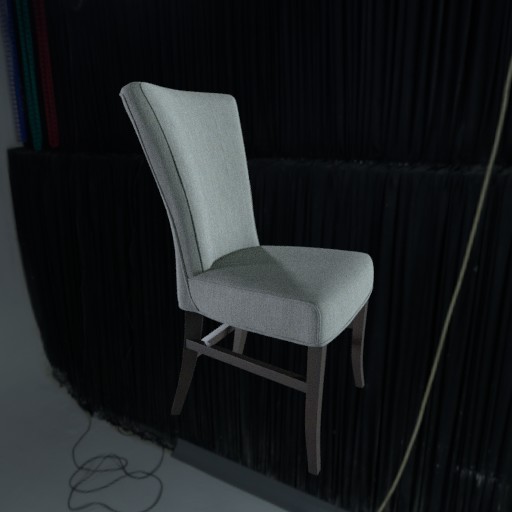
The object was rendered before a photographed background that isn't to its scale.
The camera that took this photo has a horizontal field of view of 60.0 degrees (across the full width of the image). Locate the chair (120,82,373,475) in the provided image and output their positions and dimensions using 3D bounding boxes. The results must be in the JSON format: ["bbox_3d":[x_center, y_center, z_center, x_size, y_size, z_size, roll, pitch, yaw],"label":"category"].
[{"bbox_3d":[0.000,0.000,1.371,0.660,0.991,0.520,8,17,26],"label":"chair"}]
